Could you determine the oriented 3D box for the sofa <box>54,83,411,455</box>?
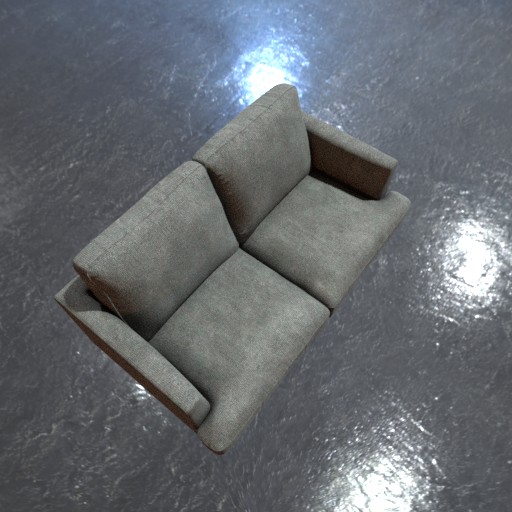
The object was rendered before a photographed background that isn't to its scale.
[{"bbox_3d":[0.000,0.000,2.160,0.903,0.956,1.582,34,65,19],"label":"sofa"}]
